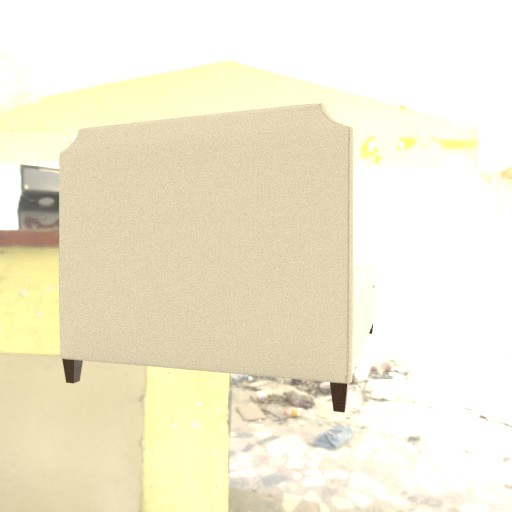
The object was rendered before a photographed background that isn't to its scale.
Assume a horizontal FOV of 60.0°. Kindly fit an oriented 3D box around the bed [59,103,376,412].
[{"bbox_3d":[0.000,0.000,3.441,1.712,1.497,2.372,0,0,18],"label":"bed"}]
